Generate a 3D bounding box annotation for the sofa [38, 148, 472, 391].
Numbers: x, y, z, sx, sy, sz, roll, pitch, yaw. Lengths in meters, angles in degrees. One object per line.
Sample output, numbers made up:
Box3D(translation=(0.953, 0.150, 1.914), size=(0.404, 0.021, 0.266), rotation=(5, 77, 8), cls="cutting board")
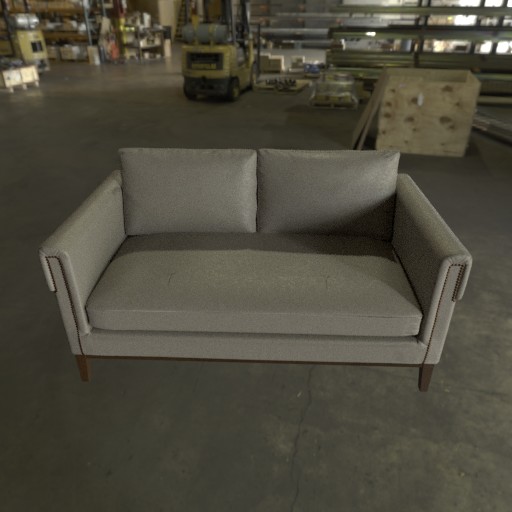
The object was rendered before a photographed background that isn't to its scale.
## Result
Box3D(translation=(0.000, 0.000, 2.087), size=(1.598, 0.873, 0.899), rotation=(1, 30, 2), cls="sofa")
